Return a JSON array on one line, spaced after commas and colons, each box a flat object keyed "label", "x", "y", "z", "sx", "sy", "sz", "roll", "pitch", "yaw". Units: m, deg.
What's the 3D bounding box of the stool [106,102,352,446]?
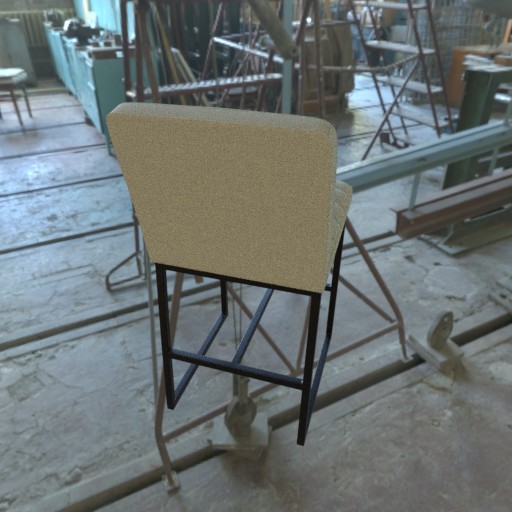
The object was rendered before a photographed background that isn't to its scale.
[{"label": "stool", "x": 0.000, "y": 0.000, "z": 1.273, "sx": 0.460, "sy": 0.940, "sz": 0.560, "roll": 10, "pitch": 33, "yaw": 15}]
